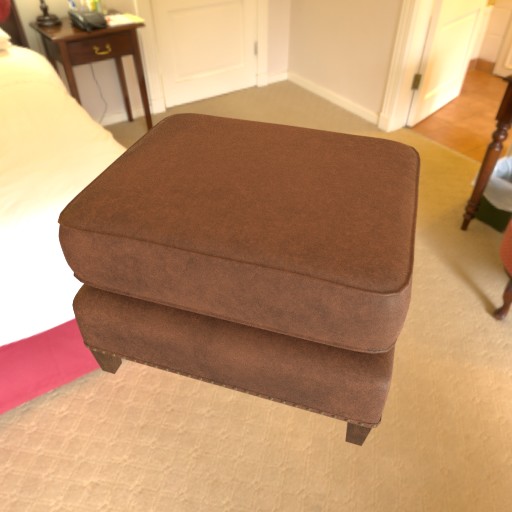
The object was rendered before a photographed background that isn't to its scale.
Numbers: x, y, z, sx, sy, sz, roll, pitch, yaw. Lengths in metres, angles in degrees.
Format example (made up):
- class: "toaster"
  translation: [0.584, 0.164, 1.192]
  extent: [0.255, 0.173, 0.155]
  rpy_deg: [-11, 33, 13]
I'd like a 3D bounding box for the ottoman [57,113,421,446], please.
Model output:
- class: "ottoman"
  translation: [0.000, 0.000, 1.133]
  extent: [0.738, 0.537, 0.589]
  rpy_deg: [12, 42, 13]
